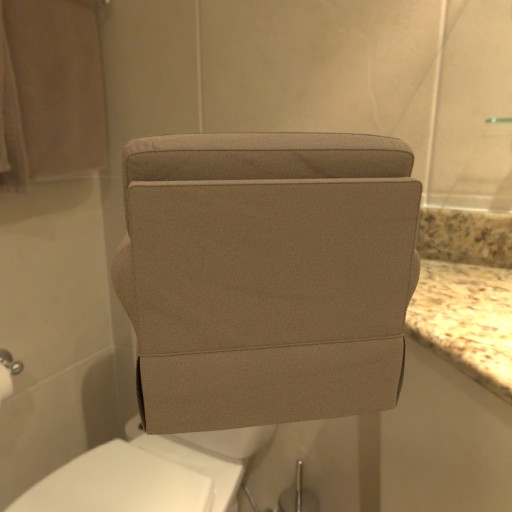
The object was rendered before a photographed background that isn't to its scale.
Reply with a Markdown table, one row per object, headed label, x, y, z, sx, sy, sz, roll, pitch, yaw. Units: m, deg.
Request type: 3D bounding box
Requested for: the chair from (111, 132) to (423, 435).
| label | x | y | z | sx | sy | sz | roll | pitch | yaw |
| --- | --- | --- | --- | --- | --- | --- | --- | --- | --- |
| chair | 0.000 | 0.000 | 1.904 | 1.135 | 1.017 | 0.988 | -2 | 15 | -9 |
